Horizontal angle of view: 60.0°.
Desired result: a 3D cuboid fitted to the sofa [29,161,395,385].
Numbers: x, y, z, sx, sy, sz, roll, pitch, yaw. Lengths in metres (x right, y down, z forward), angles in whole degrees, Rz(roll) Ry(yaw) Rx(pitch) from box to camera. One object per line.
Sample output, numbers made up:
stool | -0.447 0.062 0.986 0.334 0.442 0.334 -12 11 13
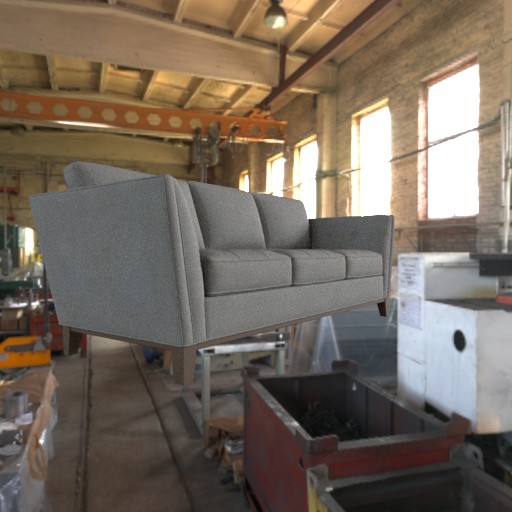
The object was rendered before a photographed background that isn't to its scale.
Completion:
sofa | 0.000 0.000 2.806 0.965 0.940 2.387 1 1 37
